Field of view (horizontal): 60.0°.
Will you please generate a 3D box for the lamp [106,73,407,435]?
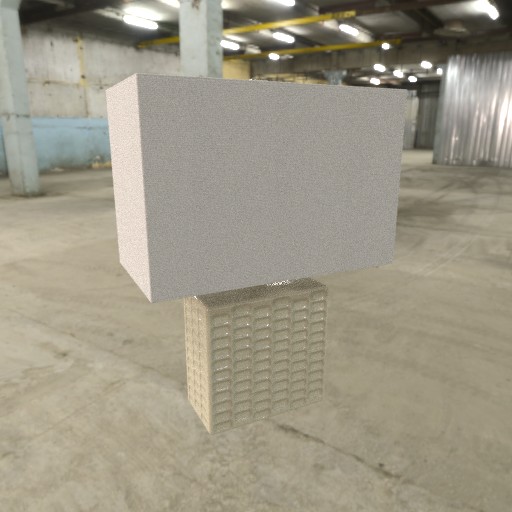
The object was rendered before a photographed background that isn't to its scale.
[{"bbox_3d":[0.000,0.000,0.692,0.380,0.515,0.200,-8,17,-26],"label":"lamp"}]
